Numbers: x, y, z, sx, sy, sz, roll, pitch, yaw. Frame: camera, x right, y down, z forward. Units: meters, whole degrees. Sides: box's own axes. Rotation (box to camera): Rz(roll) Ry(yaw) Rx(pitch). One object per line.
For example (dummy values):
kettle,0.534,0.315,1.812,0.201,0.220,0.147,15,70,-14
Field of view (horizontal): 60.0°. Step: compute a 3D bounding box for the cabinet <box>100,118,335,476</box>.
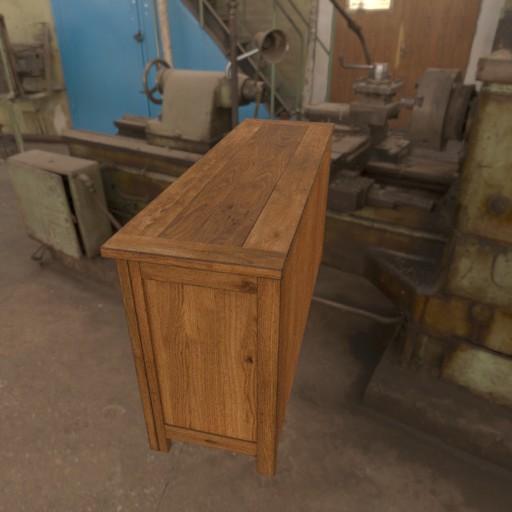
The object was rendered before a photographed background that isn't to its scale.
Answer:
cabinet,0.000,0.000,1.905,0.480,0.813,1.474,7,31,12
